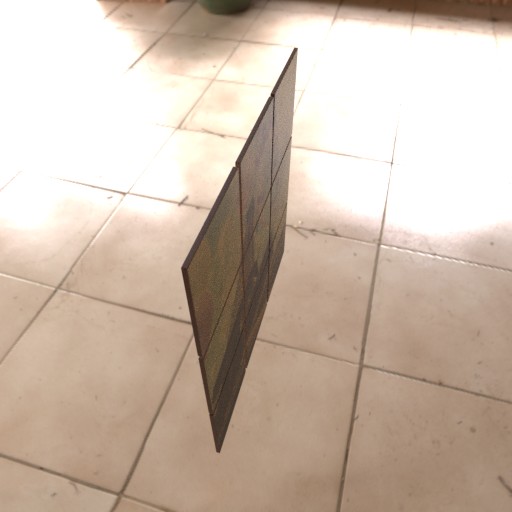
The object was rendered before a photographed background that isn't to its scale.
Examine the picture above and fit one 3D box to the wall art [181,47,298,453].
[{"bbox_3d":[0.000,0.000,1.898,0.017,1.246,1.256,12,49,10],"label":"wall art"}]
